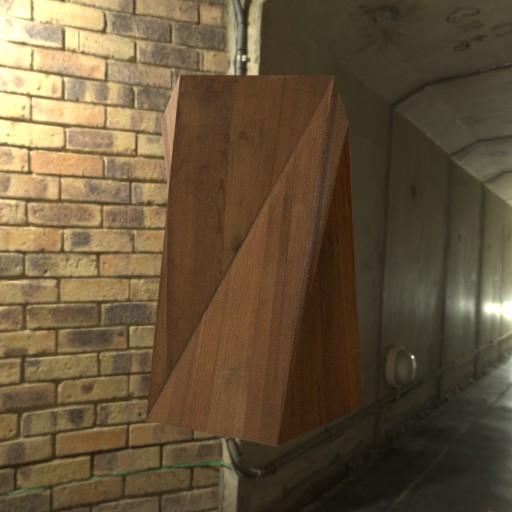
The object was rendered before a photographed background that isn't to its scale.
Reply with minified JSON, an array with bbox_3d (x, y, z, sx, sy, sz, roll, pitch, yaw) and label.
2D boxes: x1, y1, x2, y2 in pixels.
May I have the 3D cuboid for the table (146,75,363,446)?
[{"bbox_3d":[0.000,0.000,0.920,0.425,0.604,0.441,0,-1,1],"label":"table"}]
